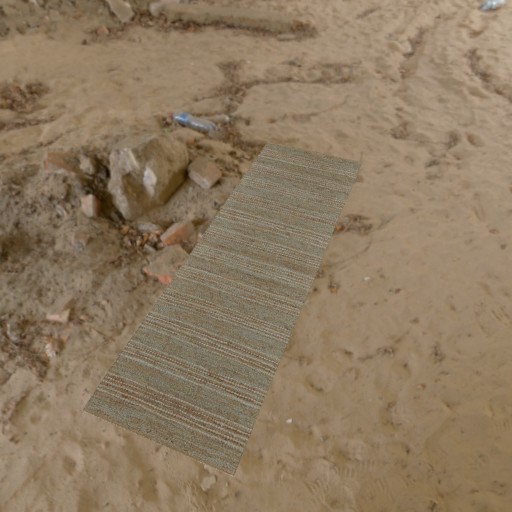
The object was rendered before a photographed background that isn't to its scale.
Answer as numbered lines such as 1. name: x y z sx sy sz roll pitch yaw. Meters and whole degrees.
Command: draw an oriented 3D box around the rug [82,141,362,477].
1. rug: 0.000 0.000 2.743 0.783 0.006 2.438 16 49 15
